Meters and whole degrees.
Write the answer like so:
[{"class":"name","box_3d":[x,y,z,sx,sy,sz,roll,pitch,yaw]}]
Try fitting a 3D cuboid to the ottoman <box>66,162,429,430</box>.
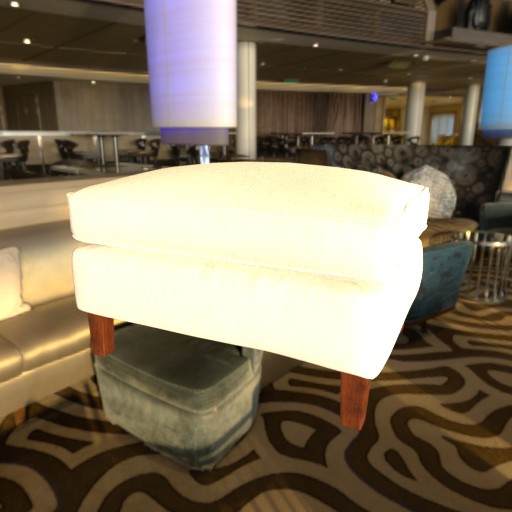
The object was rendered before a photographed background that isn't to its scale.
[{"class":"ottoman","box_3d":[0.000,0.000,0.980,0.665,0.406,0.501,8,17,25]}]
